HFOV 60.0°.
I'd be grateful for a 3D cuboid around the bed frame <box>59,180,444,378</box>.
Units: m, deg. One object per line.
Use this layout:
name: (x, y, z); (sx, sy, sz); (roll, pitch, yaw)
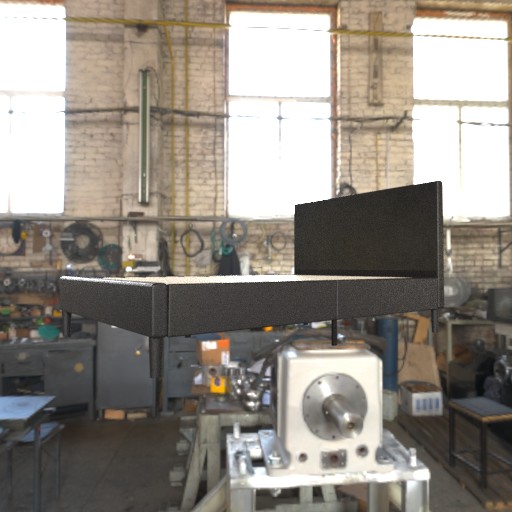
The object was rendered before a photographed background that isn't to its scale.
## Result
bed frame: (0.000, 0.000, 3.001); (2.152, 1.046, 1.469); (1, -2, -37)
